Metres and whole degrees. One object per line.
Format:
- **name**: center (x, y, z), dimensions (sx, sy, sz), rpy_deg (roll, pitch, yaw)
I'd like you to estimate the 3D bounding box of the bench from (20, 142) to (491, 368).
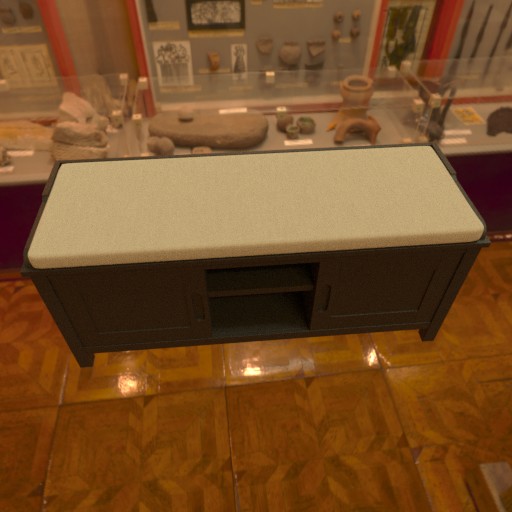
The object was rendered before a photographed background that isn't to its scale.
- **bench**: center (0.000, 0.000, 1.351), dimensions (1.140, 0.501, 0.398), rpy_deg (-4, 46, -3)
